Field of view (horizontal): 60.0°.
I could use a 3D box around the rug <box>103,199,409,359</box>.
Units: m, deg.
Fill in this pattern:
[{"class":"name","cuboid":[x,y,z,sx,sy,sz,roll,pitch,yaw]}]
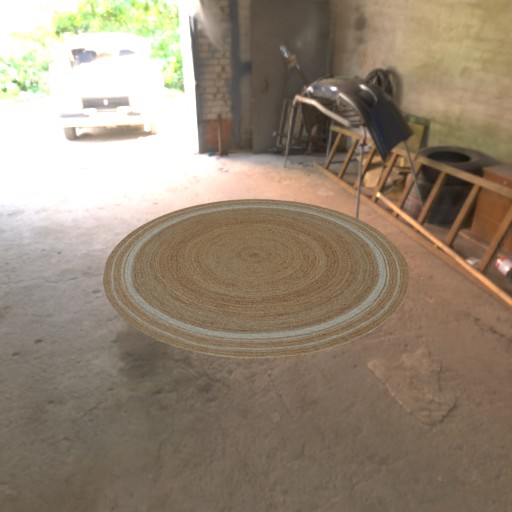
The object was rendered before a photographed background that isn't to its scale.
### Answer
[{"class":"rug","cuboid":[0.000,0.000,3.694,2.444,0.015,2.444,0,30,0]}]
